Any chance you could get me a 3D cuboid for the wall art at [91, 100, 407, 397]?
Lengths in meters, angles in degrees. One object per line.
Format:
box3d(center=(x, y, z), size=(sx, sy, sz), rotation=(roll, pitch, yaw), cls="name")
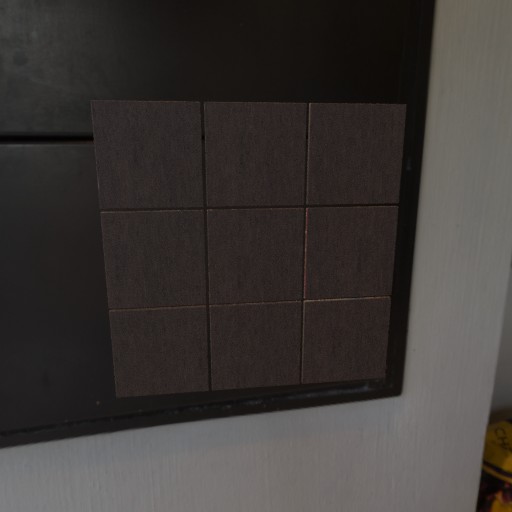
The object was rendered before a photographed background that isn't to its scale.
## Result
box3d(center=(0.000, 0.000, 1.394), size=(0.915, 0.914, 0.013), rotation=(-2, 14, -8), cls="wall art")
